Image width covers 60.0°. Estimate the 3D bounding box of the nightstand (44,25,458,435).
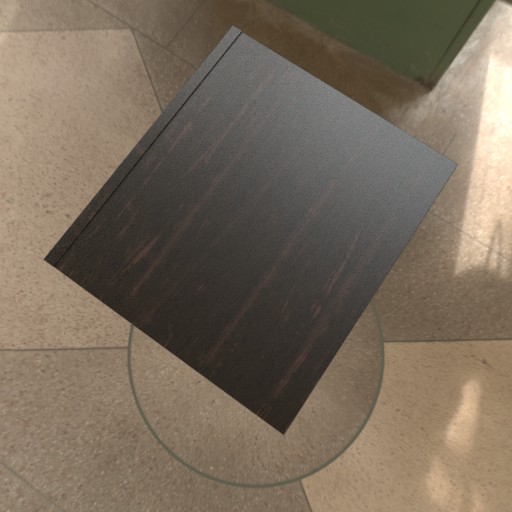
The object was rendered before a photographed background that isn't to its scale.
[{"bbox_3d":[0.000,0.000,0.828,0.356,0.559,0.400,34,80,7],"label":"nightstand"}]
